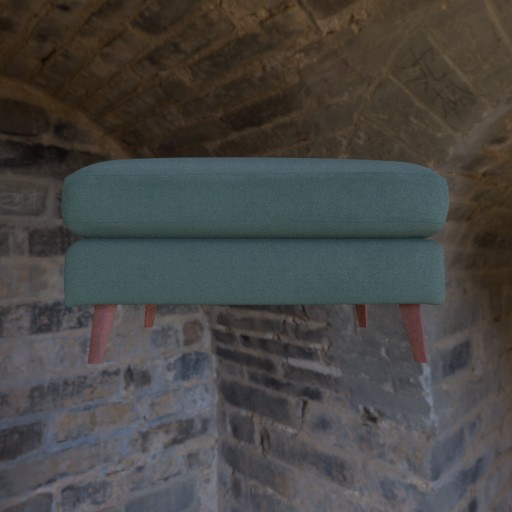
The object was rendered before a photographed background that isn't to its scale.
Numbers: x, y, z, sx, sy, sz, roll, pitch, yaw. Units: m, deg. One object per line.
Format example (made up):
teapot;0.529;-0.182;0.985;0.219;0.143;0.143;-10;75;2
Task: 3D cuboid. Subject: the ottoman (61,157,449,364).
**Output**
ottoman;0.000;0.000;1.170;0.811;0.449;0.608;0;0;-1
